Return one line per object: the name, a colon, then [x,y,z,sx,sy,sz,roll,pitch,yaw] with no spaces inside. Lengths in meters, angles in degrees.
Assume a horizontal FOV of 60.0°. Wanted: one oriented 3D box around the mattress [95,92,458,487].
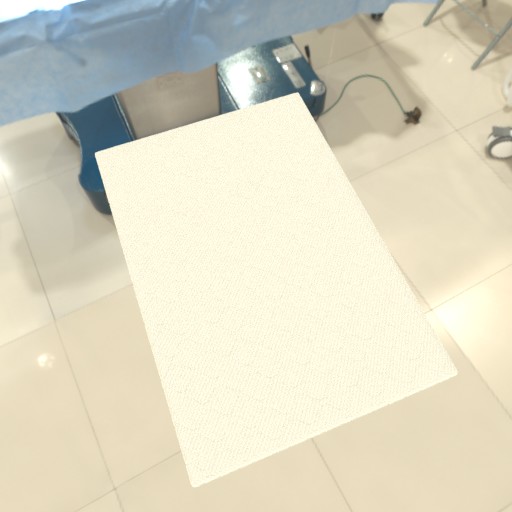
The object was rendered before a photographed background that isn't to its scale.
mattress: [0.000,0.000,2.549,1.400,0.200,2.000,-19,67,-9]
